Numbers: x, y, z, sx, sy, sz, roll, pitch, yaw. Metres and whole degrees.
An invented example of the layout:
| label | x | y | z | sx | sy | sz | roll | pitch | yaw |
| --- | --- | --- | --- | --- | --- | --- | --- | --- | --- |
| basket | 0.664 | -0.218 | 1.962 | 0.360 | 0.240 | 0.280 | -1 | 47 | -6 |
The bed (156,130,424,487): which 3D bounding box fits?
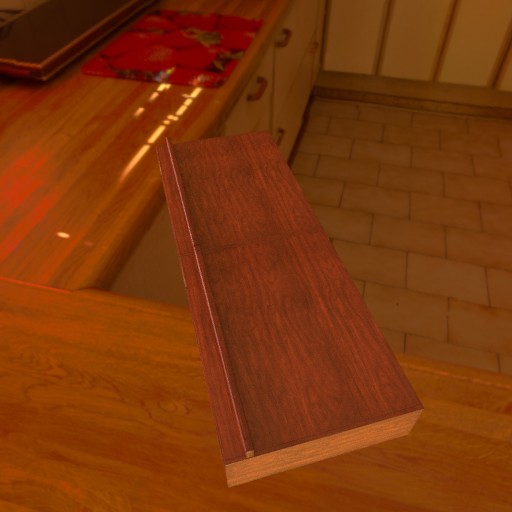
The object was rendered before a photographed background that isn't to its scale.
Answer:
| label | x | y | z | sx | sy | sz | roll | pitch | yaw |
| --- | --- | --- | --- | --- | --- | --- | --- | --- | --- |
| bed | 0.000 | 0.000 | 2.356 | 0.787 | 0.326 | 2.057 | -11 | 47 | -11 |
